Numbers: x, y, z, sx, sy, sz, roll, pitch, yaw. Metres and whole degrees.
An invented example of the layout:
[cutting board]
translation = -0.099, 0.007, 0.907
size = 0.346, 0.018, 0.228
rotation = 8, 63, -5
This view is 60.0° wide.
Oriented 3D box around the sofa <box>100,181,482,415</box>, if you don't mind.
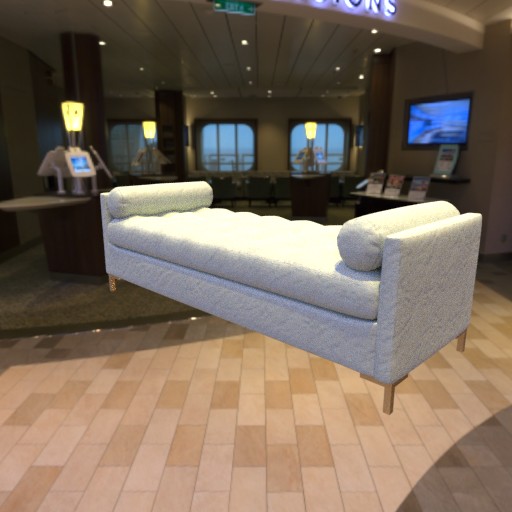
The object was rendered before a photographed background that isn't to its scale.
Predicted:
[sofa]
translation = 0.000, 0.000, 2.473
size = 2.102, 0.705, 0.796
rotation = 13, 19, 43
